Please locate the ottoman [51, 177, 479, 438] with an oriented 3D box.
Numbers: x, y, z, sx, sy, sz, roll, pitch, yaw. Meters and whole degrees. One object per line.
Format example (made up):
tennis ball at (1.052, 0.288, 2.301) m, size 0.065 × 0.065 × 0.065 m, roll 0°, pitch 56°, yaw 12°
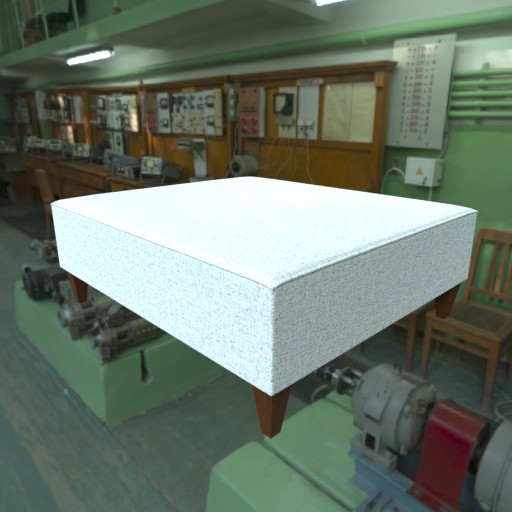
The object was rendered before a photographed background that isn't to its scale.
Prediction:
ottoman at (0.000, 0.000, 1.183) m, size 0.736 × 0.303 × 0.835 m, roll -16°, pitch 24°, yaw -41°
